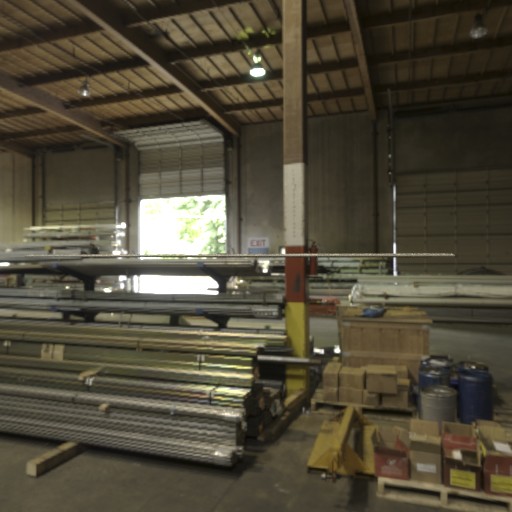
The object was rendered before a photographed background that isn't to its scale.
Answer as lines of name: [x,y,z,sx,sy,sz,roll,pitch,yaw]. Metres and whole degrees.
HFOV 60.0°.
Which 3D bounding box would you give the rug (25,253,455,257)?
rug: [0.000,0.000,3.974,3.063,0.024,2.158,0,0,18]
